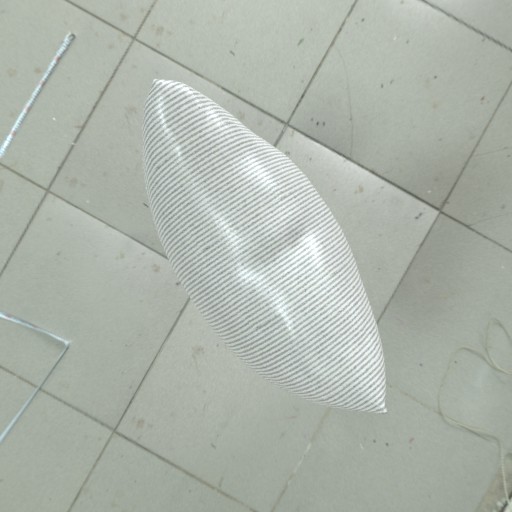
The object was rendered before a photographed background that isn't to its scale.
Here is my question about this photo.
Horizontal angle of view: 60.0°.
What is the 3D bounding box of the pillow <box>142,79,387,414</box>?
[{"bbox_3d":[0.000,0.000,0.690,0.310,0.432,0.387,0,90,0],"label":"pillow"}]
